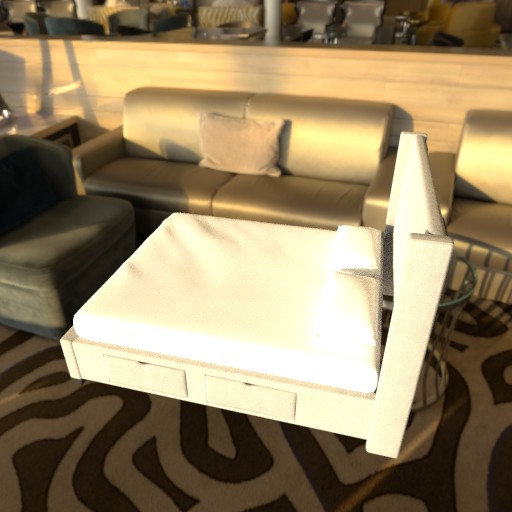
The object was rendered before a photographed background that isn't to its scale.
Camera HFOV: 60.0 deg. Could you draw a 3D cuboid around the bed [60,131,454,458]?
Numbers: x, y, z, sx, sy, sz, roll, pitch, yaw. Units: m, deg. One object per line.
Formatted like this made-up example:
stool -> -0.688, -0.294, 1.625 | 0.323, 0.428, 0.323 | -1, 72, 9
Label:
bed -> 0.000, 0.000, 3.243 | 2.222, 1.491, 1.774 | 8, 32, 12
